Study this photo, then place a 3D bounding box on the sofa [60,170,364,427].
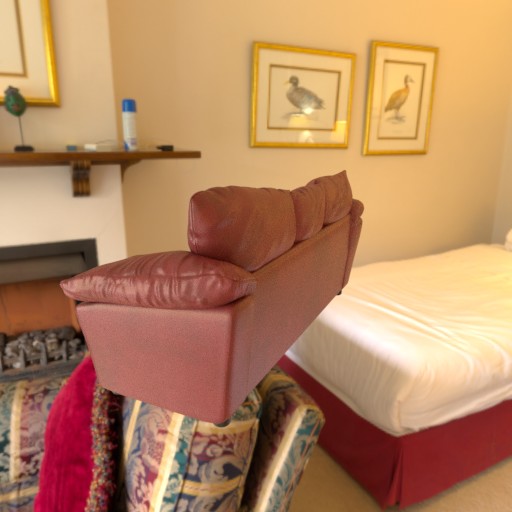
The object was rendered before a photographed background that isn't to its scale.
[{"bbox_3d":[0.000,0.000,2.856,0.907,1.091,2.390,7,17,25],"label":"sofa"}]
